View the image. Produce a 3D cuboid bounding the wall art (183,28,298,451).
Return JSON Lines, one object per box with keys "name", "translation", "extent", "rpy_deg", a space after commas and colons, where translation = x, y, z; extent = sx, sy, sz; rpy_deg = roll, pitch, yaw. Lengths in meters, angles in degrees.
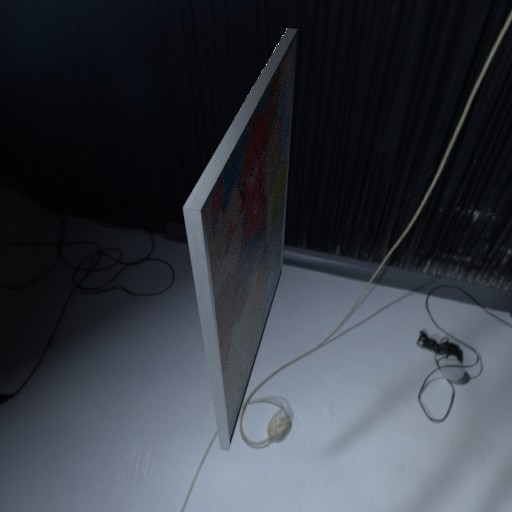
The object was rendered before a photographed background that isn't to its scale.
{"name": "wall art", "translation": [0.000, 0.000, 1.367], "extent": [0.030, 1.046, 0.816], "rpy_deg": [11, 47, 10]}
